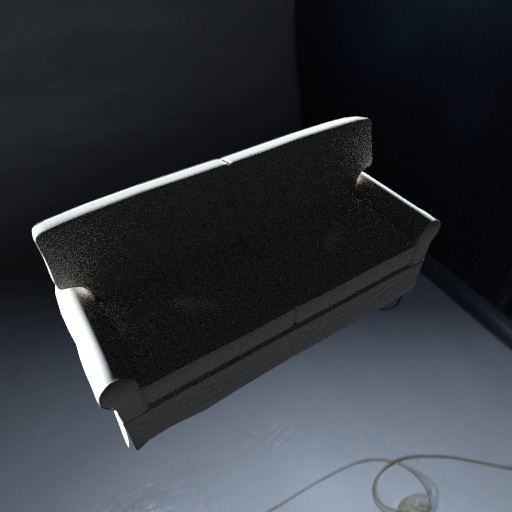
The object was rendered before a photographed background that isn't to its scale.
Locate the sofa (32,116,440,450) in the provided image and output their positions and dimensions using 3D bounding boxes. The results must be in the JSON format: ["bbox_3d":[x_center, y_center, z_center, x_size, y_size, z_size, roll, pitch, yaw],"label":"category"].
[{"bbox_3d":[0.000,0.000,2.433,2.021,0.937,0.862,-24,50,-22],"label":"sofa"}]
